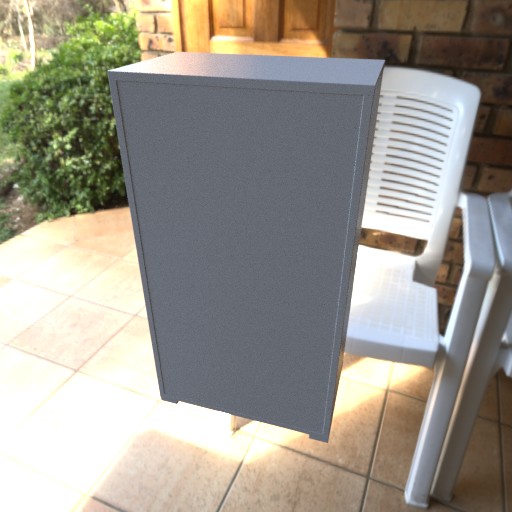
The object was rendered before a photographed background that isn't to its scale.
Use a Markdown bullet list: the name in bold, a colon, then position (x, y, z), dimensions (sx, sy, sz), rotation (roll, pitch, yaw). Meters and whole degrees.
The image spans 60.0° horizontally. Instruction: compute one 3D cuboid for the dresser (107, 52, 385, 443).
- **dresser**: position (0.000, 0.000, 1.490), dimensions (0.650, 1.190, 0.400), rotation (9, 32, 14)
